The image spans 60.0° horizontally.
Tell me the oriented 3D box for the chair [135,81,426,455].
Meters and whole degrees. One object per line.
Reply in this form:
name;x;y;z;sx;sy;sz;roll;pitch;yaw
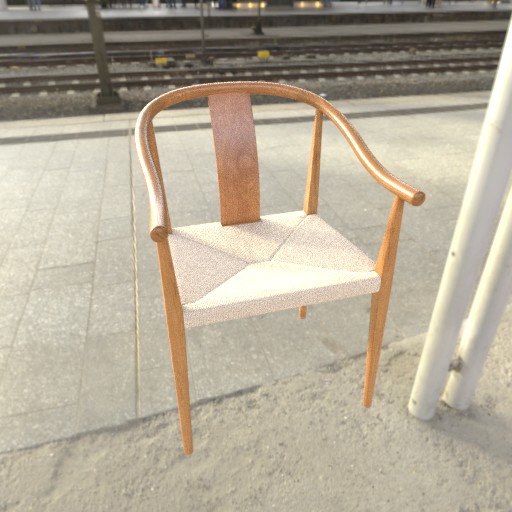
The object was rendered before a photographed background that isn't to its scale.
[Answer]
chair;0.000;0.000;1.204;0.556;0.800;0.579;-9;33;-14
